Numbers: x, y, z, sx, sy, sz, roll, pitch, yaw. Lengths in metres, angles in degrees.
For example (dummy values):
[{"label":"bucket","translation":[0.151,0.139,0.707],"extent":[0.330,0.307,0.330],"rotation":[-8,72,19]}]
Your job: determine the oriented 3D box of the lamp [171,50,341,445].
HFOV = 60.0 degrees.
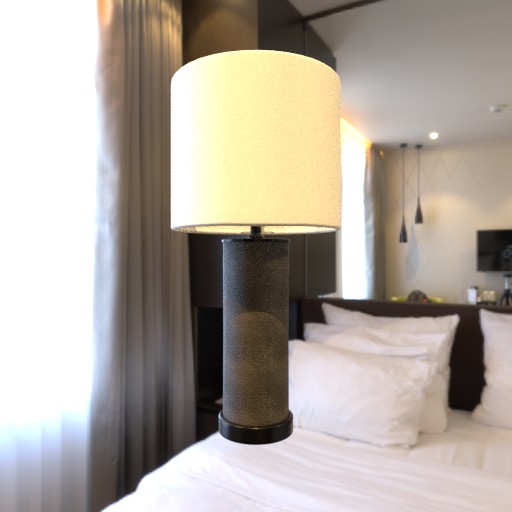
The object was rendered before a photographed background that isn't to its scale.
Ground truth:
[{"label":"lamp","translation":[0.000,0.000,0.811],"extent":[0.305,0.634,0.305],"rotation":[0,0,-1]}]
